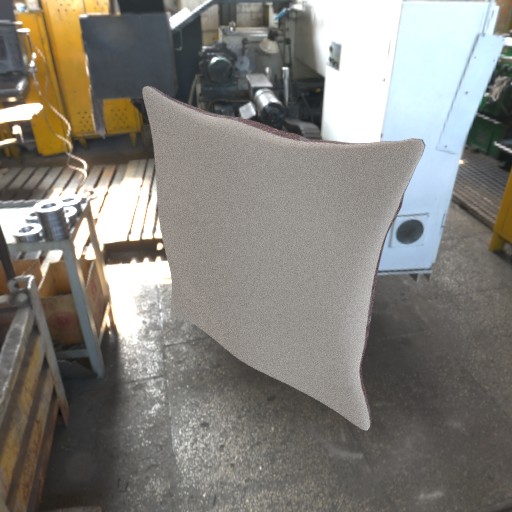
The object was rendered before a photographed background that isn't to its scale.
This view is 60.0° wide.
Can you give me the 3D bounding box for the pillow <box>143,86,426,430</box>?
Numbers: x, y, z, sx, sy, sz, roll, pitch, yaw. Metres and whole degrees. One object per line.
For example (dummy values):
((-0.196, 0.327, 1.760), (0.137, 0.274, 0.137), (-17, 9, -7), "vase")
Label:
((0.000, 0.000, 0.783), (0.514, 0.513, 0.163), (23, 38, 33), "pillow")
